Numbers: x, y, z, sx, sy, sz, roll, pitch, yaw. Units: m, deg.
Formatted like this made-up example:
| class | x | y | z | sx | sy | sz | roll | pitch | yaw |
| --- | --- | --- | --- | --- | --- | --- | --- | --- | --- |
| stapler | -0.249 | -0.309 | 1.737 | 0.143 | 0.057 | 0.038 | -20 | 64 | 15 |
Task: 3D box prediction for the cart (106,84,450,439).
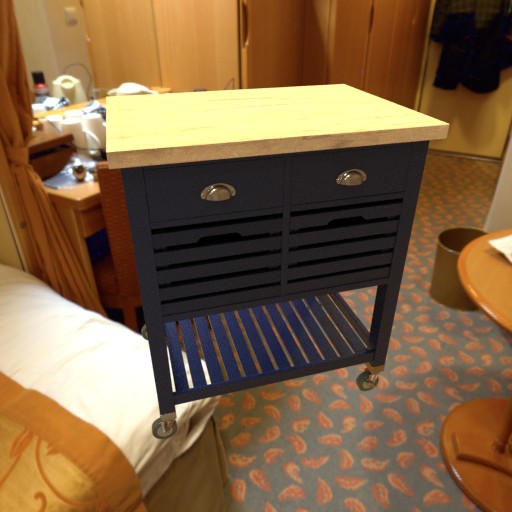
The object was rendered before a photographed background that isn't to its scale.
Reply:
| class | x | y | z | sx | sy | sz | roll | pitch | yaw |
| --- | --- | --- | --- | --- | --- | --- | --- | --- | --- |
| cart | 0.000 | 0.000 | 1.428 | 0.797 | 0.920 | 0.567 | -8 | 32 | -14 |
